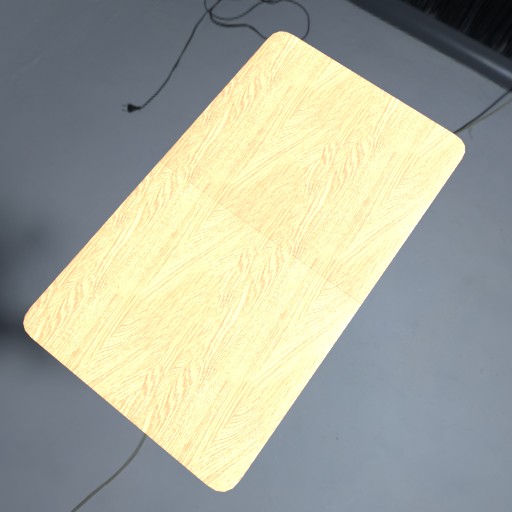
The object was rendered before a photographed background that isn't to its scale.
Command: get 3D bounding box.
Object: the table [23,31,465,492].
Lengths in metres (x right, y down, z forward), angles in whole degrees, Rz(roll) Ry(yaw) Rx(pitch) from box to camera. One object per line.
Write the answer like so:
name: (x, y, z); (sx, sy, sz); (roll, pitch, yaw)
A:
table: (0.000, 0.000, 2.048); (0.950, 0.770, 1.600); (36, 78, 9)
